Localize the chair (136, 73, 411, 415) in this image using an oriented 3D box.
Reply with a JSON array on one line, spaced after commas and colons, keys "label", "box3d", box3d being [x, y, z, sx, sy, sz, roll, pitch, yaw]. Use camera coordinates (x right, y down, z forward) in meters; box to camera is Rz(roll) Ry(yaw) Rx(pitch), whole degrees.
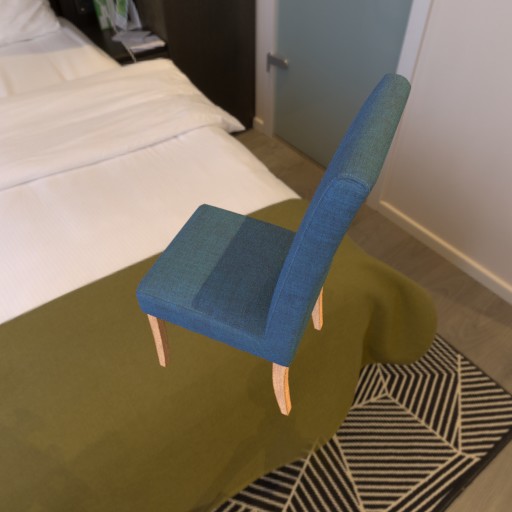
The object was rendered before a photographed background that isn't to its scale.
[{"label": "chair", "box3d": [0.000, 0.000, 1.326, 0.610, 1.029, 0.450, 17, 49, 15]}]
